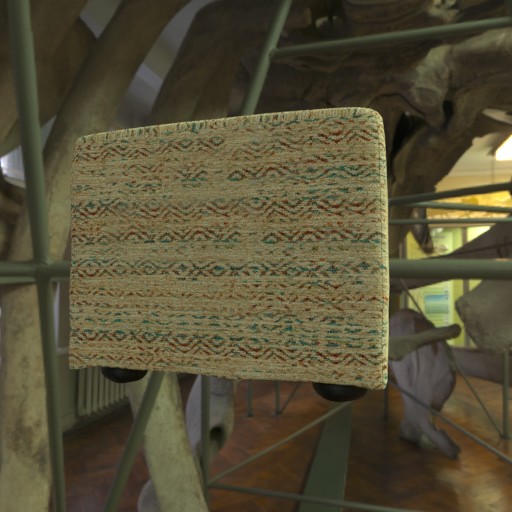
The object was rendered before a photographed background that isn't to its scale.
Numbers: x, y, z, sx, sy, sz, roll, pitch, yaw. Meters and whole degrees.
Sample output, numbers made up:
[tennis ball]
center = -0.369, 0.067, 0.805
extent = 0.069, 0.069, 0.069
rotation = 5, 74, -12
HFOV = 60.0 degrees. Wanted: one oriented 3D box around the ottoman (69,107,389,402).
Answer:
[ottoman]
center = 0.000, 0.000, 0.909
extent = 0.521, 0.453, 0.512
rotation = -1, -2, 17
